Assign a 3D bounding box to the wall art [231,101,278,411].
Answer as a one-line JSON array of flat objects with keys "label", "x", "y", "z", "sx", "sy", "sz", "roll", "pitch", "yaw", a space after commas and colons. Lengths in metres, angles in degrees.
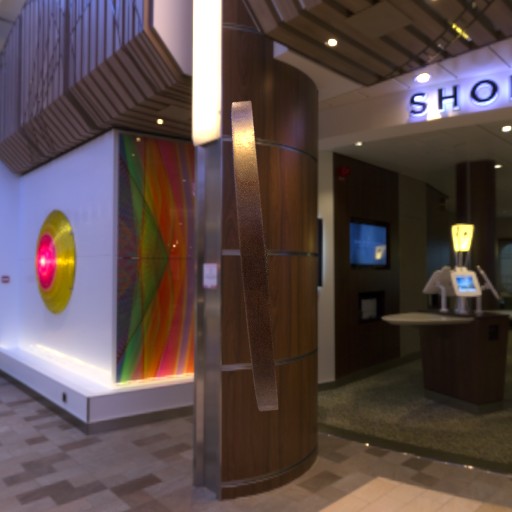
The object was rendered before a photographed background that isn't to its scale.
[{"label": "wall art", "x": 0.000, "y": 0.000, "z": 0.882, "sx": 0.084, "sy": 0.583, "sz": 0.582, "roll": 0, "pitch": -1, "yaw": 1}]
